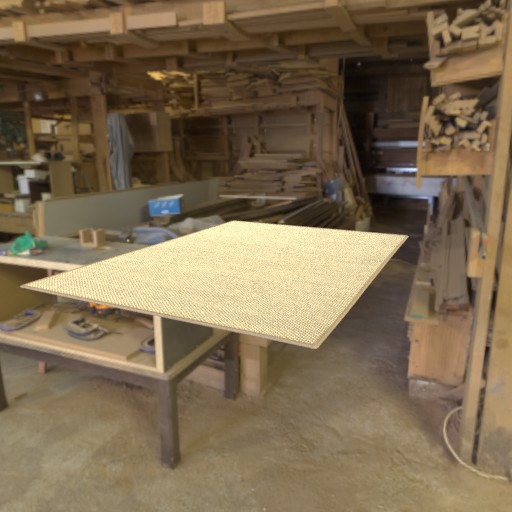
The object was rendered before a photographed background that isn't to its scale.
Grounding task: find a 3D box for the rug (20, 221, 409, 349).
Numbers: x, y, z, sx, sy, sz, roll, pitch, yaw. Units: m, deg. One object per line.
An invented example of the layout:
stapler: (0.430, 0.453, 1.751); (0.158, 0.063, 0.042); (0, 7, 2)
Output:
rug: (0.000, 0.000, 2.736); (1.517, 0.013, 2.115); (7, 16, 26)
